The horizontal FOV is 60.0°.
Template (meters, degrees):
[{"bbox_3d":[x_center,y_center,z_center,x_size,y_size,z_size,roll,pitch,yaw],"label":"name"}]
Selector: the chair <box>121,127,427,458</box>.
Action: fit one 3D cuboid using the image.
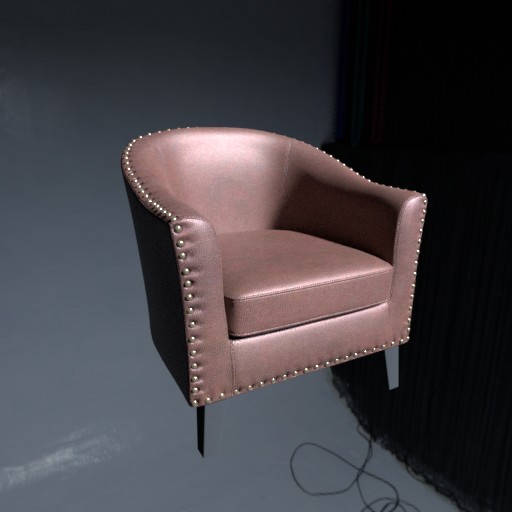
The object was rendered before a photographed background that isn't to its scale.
[{"bbox_3d":[0.000,0.000,1.463,0.794,0.823,0.748,-9,18,-28],"label":"chair"}]
